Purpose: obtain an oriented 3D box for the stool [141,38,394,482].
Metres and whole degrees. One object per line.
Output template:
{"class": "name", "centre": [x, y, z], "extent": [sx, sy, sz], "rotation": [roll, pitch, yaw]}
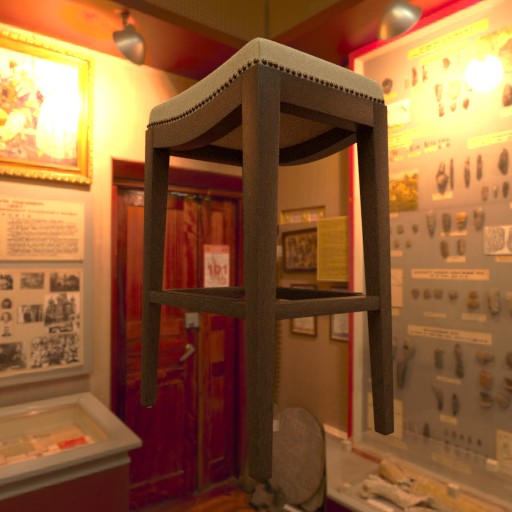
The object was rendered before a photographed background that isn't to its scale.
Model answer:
{"class": "stool", "centre": [0.000, 0.000, 1.033], "extent": [0.358, 0.759, 0.498], "rotation": [1, -1, -37]}
